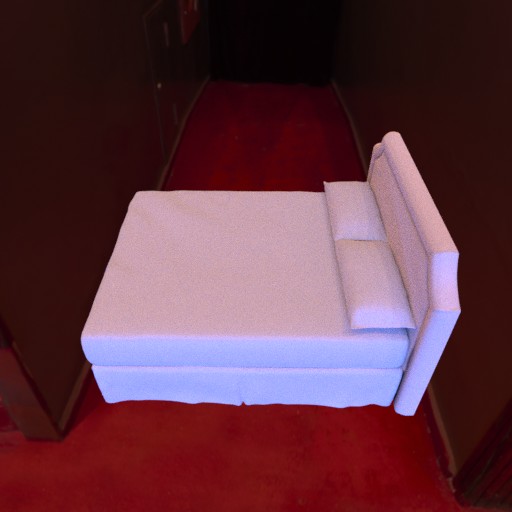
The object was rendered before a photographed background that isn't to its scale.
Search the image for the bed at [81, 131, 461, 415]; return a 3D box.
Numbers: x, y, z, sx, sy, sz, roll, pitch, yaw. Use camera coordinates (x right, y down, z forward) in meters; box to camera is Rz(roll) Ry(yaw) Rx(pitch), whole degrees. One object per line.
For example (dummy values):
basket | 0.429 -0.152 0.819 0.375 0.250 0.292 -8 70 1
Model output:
bed | 0.000 0.000 3.246 2.164 1.297 1.828 0 42 1
